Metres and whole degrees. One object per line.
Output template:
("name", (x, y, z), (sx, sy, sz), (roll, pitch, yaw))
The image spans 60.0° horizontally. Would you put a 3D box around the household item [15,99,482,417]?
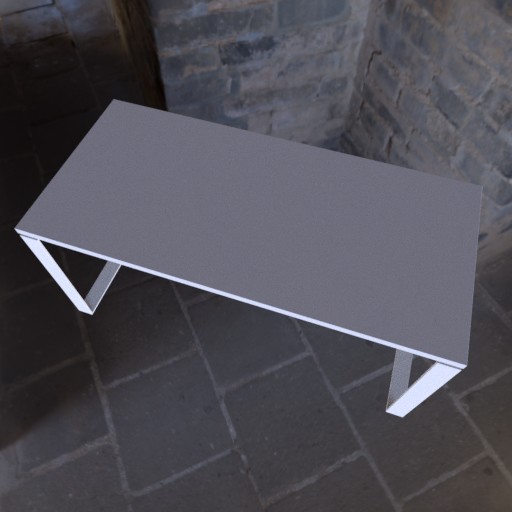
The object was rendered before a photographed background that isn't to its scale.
("household item", (0.000, 0.000, 2.085), (1.700, 0.745, 0.800), (16, 59, 10))
